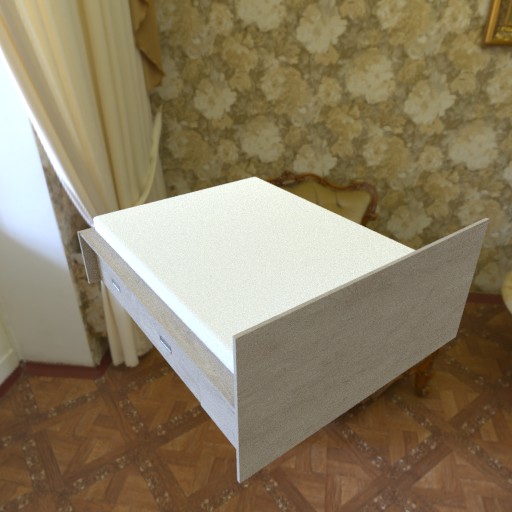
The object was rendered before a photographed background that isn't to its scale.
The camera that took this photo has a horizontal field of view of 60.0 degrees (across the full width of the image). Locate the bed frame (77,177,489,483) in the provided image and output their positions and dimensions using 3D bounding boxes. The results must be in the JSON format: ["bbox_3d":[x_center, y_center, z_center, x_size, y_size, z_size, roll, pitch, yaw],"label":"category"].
[{"bbox_3d":[0.000,0.000,2.806,1.622,0.800,1.960,-20,35,-31],"label":"bed frame"}]
